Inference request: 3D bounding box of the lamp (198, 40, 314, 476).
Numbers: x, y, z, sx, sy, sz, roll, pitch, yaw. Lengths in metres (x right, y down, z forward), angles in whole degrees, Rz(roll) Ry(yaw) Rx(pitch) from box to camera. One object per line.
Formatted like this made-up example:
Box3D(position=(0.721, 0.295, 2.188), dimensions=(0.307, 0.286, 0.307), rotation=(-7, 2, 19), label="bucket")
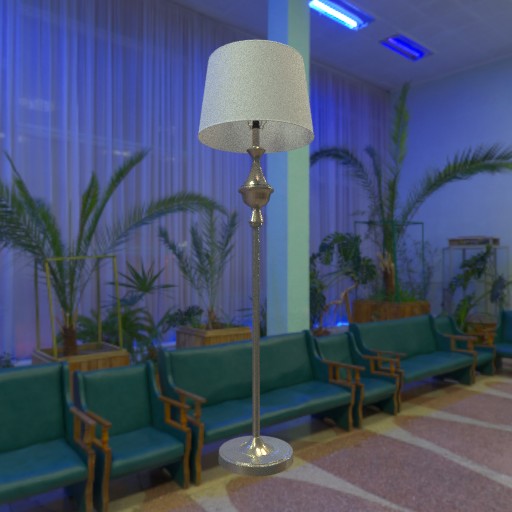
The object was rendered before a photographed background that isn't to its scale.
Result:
Box3D(position=(0.000, 0.000, 1.640), dimensions=(0.431, 1.488, 0.431), rotation=(0, -1, 0), label="lamp")
